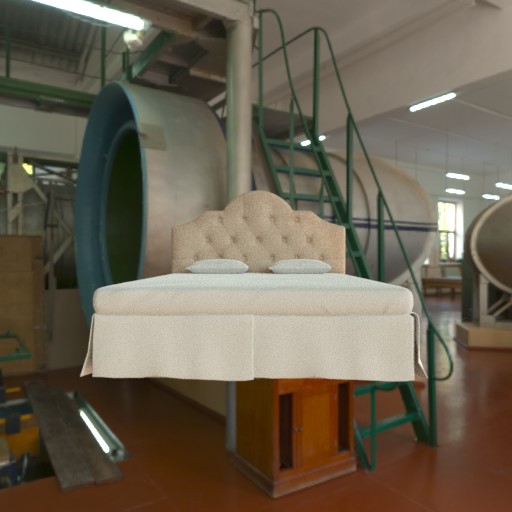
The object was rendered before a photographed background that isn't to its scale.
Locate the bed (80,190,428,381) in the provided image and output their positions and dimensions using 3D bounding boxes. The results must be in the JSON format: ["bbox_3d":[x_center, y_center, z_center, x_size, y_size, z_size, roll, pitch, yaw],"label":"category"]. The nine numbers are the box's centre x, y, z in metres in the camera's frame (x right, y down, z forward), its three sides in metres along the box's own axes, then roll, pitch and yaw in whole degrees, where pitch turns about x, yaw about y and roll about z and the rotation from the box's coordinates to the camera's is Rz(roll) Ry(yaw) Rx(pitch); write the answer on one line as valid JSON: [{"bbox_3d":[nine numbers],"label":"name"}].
[{"bbox_3d":[0.000,0.000,3.075,1.667,1.194,1.970,0,0,1],"label":"bed"}]
